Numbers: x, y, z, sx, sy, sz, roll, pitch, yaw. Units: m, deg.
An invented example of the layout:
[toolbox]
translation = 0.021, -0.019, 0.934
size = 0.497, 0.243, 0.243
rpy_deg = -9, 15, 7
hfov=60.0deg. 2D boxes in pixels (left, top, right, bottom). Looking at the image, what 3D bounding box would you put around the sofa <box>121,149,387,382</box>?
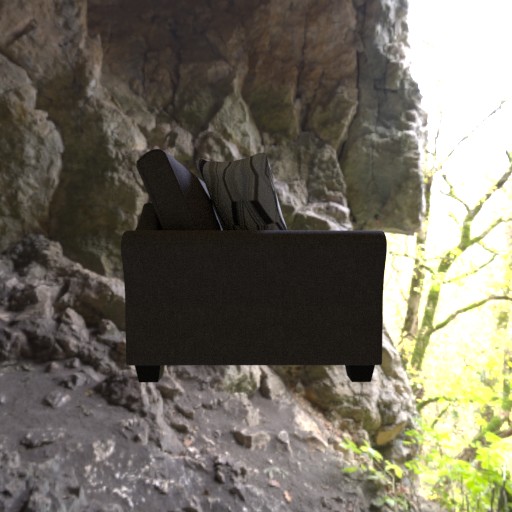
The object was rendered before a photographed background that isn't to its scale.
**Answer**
[sofa]
translation = 0.000, 0.000, 2.449
size = 0.889, 0.813, 2.032
rpy_deg = 0, 2, 0
